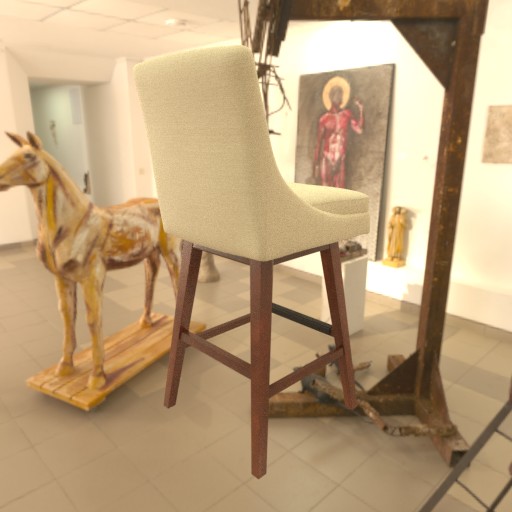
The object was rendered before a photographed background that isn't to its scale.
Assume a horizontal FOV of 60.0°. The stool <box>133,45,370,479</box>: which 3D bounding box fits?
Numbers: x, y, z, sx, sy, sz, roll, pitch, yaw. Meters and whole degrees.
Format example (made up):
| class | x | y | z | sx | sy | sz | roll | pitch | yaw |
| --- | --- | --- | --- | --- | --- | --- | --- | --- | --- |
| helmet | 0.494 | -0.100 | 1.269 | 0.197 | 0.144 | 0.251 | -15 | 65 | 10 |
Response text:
| class | x | y | z | sx | sy | sz | roll | pitch | yaw |
| --- | --- | --- | --- | --- | --- | --- | --- | --- | --- |
| stool | 0.000 | 0.000 | 1.365 | 0.559 | 1.097 | 0.470 | -15 | 22 | -42 |
